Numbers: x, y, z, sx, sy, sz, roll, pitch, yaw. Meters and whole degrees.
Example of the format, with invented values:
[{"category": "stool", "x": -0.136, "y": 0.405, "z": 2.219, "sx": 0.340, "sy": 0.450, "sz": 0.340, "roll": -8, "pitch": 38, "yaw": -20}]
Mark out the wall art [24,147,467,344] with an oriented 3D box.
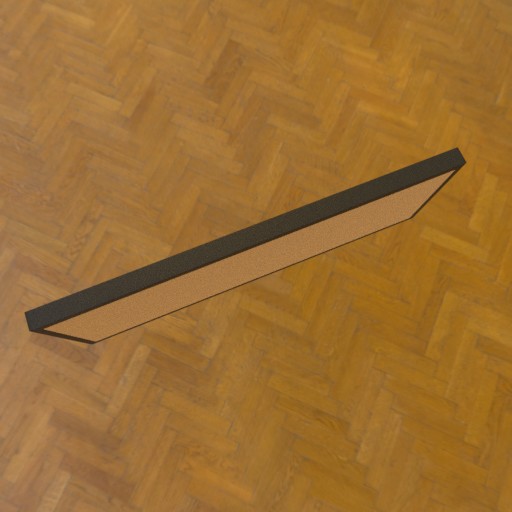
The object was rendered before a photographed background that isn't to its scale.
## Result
[{"category": "wall art", "x": 0.000, "y": 0.000, "z": 0.960, "sx": 0.860, "sy": 0.303, "sz": 0.037, "roll": -21, "pitch": 76, "yaw": -6}]
